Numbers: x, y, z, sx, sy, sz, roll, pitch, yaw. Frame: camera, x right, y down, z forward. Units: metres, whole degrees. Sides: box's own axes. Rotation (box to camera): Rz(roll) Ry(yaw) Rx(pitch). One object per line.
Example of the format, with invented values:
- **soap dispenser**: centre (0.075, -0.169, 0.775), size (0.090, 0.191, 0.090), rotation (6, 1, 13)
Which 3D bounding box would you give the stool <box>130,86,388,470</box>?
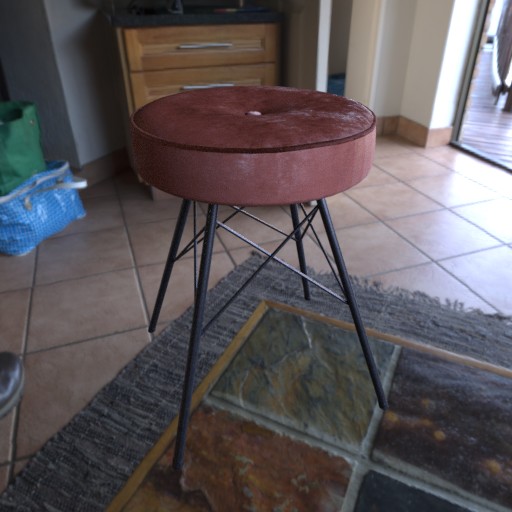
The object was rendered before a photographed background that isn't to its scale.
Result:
- **stool**: centre (0.000, 0.000, 0.888), size (0.457, 0.593, 0.421), rotation (-10, 33, -15)
